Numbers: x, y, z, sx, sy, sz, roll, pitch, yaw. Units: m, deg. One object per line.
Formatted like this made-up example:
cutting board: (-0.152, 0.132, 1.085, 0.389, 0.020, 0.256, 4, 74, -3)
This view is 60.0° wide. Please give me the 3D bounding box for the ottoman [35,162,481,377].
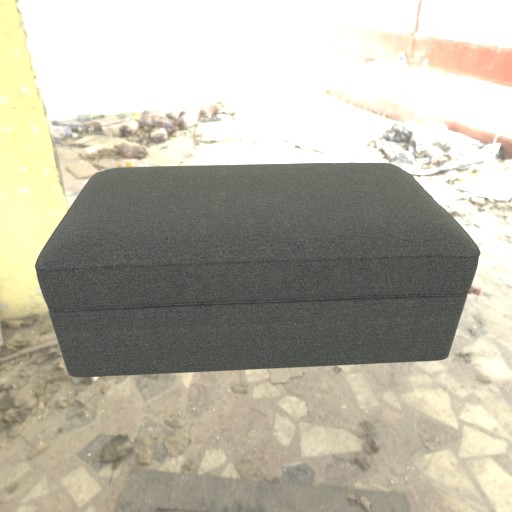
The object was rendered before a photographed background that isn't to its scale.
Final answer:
ottoman: (0.000, 0.000, 1.513, 1.173, 0.494, 0.681, -2, 32, -3)
